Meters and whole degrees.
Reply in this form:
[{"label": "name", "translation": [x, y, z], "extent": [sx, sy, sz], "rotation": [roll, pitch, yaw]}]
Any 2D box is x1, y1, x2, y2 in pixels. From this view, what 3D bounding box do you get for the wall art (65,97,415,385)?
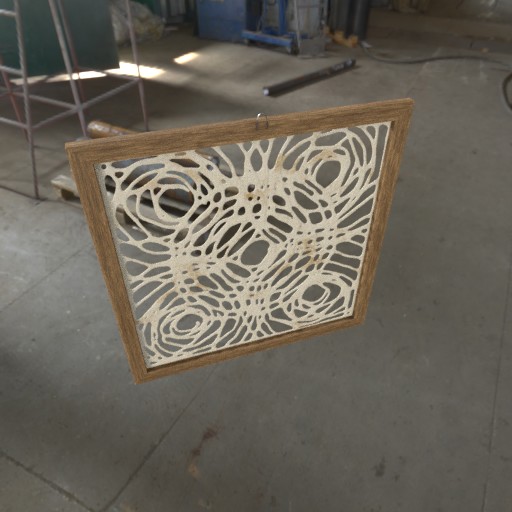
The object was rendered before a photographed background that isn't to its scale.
[{"label": "wall art", "translation": [0.000, 0.000, 0.860], "extent": [0.561, 0.576, 0.021], "rotation": [-12, 41, -14]}]
